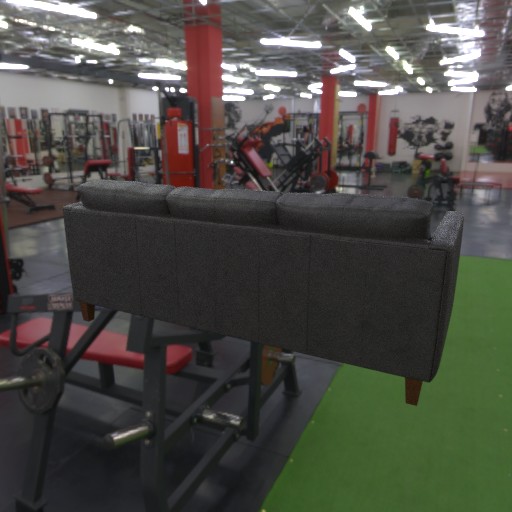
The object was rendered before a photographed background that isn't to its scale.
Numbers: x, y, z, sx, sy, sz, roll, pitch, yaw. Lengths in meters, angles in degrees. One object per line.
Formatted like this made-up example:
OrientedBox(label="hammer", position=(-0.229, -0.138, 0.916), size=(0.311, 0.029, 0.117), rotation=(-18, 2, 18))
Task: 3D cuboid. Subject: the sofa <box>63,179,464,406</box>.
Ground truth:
OrientedBox(label="sofa", position=(0.000, 0.000, 2.984), size=(2.464, 1.006, 1.045), rotation=(8, 17, 26))
